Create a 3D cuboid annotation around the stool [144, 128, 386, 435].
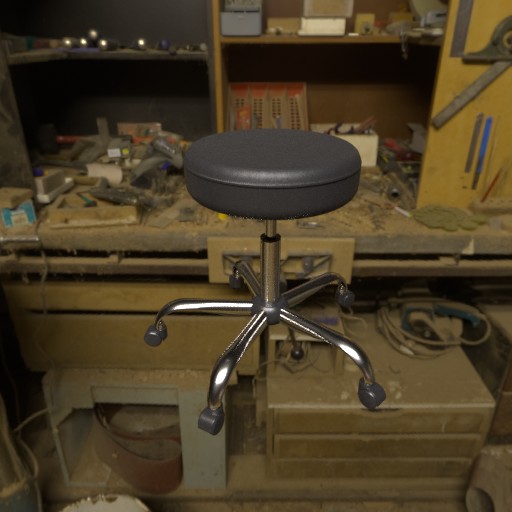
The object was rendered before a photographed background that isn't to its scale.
[{"bbox_3d":[0.000,0.000,1.145,0.638,0.576,0.673,1,28,2],"label":"stool"}]
